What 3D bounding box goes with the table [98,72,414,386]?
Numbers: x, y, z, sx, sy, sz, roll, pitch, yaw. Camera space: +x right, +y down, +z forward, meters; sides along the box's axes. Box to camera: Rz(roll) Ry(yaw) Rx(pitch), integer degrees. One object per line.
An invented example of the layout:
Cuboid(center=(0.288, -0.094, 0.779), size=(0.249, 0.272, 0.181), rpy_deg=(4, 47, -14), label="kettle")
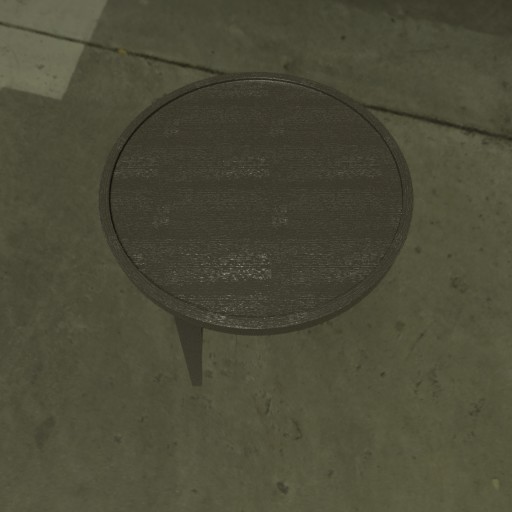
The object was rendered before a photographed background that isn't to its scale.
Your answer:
Cuboid(center=(0.000, 0.000, 0.947), size=(0.500, 0.531, 0.500), rpy_deg=(0, 62, 0), label="table")
